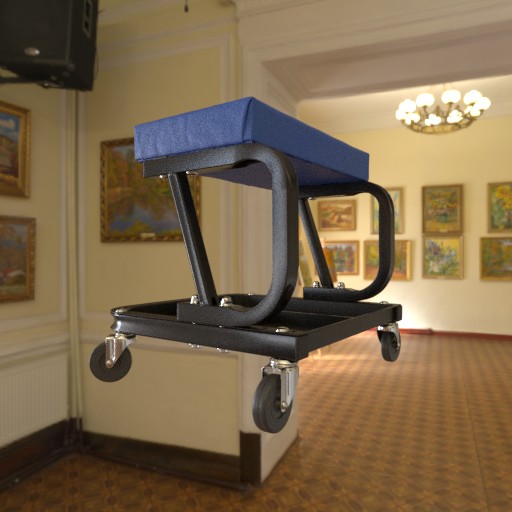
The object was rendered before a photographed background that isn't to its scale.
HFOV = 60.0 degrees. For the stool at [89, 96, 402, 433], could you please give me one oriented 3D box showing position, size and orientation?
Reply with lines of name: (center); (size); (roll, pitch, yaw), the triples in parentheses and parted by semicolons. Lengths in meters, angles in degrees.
stool: (0.000, 0.000, 0.735); (0.371, 0.380, 0.446); (0, 0, 36)
